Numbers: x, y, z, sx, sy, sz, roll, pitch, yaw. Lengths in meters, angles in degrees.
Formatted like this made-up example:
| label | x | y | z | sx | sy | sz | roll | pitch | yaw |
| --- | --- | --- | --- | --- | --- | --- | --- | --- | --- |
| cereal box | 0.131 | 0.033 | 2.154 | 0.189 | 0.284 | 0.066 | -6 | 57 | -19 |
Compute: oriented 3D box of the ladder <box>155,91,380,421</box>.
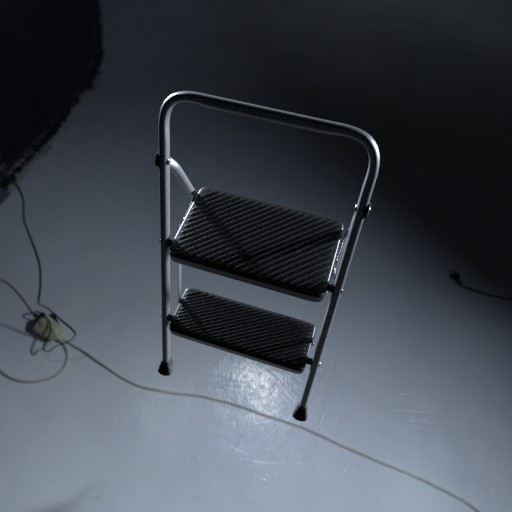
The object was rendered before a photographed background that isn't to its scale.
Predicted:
| label | x | y | z | sx | sy | sz | roll | pitch | yaw |
| --- | --- | --- | --- | --- | --- | --- | --- | --- | --- |
| ladder | 0.000 | 0.000 | 1.015 | 0.430 | 0.720 | 0.472 | 15 | 59 | 10 |
